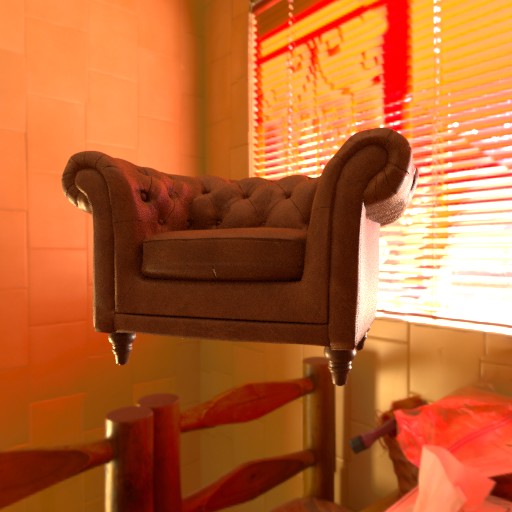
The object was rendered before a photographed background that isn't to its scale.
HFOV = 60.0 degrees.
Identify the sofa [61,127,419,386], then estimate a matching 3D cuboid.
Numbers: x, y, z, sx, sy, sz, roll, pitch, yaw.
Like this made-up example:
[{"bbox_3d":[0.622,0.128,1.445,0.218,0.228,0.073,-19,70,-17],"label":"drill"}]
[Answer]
[{"bbox_3d":[0.000,0.000,2.045,1.405,0.878,1.033,0,0,19],"label":"sofa"}]
